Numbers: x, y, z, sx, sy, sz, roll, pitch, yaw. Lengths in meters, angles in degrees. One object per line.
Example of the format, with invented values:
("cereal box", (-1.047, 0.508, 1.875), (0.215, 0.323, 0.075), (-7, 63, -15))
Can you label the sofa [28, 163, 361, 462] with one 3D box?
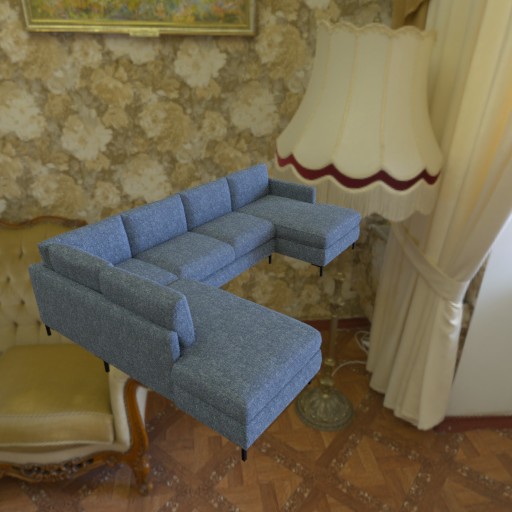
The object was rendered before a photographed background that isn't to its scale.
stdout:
("sofa", (0.000, 0.000, 3.535), (1.879, 0.756, 2.737), (18, 31, 32))
